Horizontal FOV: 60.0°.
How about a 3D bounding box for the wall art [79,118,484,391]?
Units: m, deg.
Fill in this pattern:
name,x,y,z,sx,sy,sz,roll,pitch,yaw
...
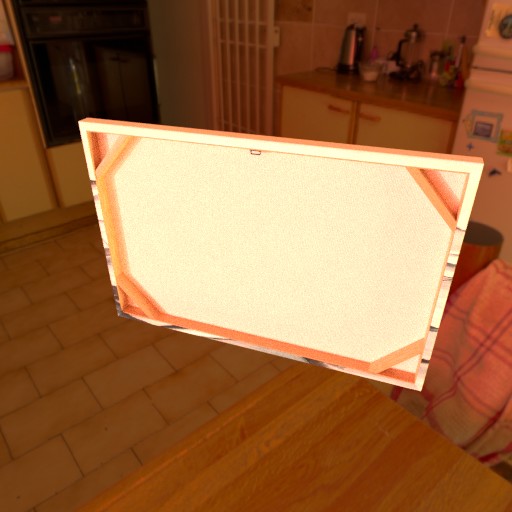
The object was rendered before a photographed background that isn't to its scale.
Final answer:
name,x,y,z,sx,sy,sz,roll,pitch,yaw
wall art,0.000,0.000,1.128,0.914,0.609,0.039,10,33,17
